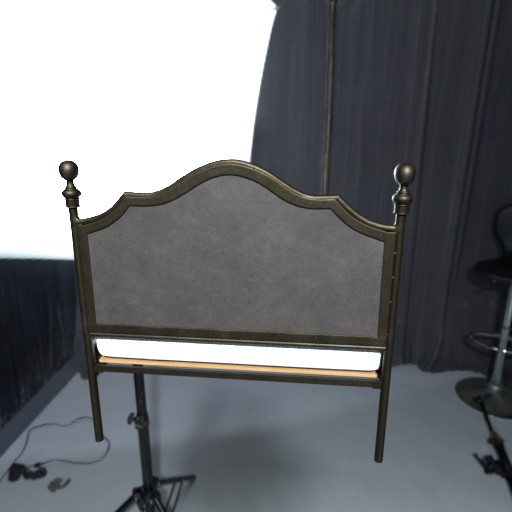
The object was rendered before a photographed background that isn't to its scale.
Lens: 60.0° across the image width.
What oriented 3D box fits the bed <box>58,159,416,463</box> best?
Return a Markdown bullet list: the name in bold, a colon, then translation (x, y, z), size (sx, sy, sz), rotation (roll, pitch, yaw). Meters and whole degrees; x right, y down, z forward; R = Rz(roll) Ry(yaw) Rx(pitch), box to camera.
- **bed**: translation (0.000, 0.000, 3.071), size (1.533, 1.462, 2.170), rotation (2, 16, 6)
